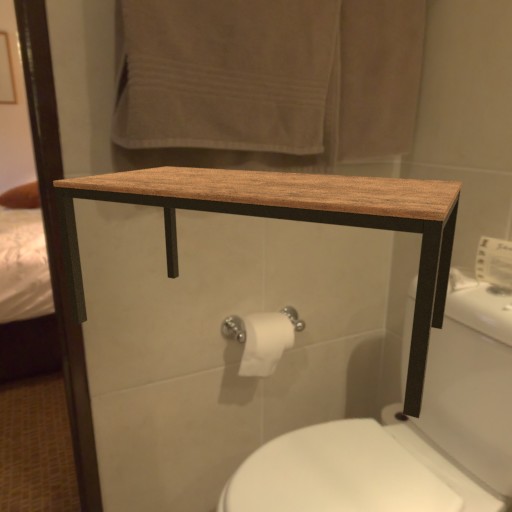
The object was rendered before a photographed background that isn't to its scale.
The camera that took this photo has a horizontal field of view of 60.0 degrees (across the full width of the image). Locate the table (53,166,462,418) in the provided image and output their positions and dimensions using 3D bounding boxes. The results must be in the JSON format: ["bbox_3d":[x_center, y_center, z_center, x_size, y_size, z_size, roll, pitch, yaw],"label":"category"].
[{"bbox_3d":[0.000,0.000,2.292,1.805,0.767,0.893,8,18,26],"label":"table"}]
